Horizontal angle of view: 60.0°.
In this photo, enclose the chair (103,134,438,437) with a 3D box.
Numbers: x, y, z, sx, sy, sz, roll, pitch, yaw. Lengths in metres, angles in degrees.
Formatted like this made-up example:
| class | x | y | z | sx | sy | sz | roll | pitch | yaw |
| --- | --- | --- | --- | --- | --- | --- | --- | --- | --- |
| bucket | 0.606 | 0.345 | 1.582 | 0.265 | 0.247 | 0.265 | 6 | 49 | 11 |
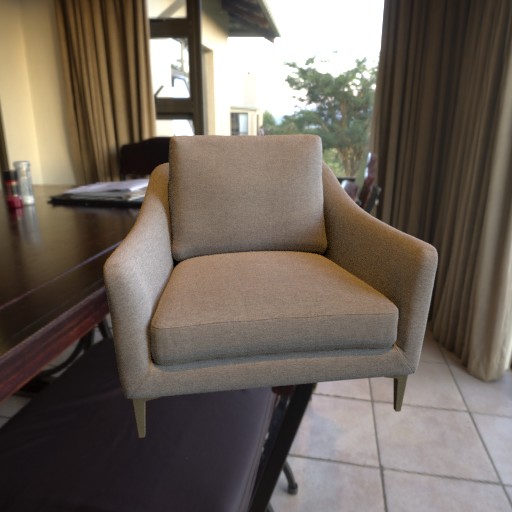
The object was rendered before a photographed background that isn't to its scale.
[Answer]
| class | x | y | z | sx | sy | sz | roll | pitch | yaw |
| --- | --- | --- | --- | --- | --- | --- | --- | --- | --- |
| chair | 0.000 | 0.000 | 1.738 | 0.986 | 0.902 | 0.961 | -3 | 17 | -8 |
